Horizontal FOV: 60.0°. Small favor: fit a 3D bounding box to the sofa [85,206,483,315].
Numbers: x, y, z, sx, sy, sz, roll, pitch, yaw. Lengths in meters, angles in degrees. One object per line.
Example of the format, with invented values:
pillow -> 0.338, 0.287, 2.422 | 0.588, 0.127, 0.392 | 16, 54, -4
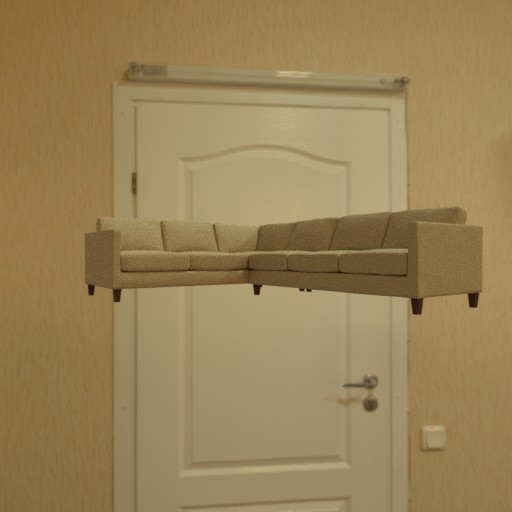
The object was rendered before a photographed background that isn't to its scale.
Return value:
sofa -> 0.000, 0.000, 4.296 | 2.432, 0.863, 3.182 | 0, 0, -35
